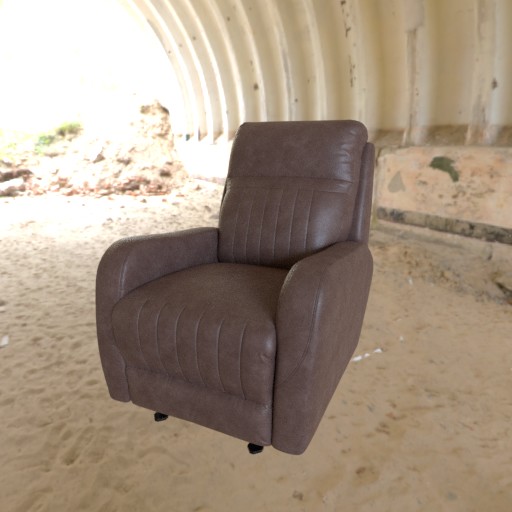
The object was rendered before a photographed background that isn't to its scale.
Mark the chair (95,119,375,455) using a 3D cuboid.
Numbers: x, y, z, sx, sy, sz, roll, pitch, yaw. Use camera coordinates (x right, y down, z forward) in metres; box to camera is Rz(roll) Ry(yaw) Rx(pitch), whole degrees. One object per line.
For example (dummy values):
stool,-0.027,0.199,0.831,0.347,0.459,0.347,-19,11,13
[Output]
chair,0.000,0.000,1.786,0.865,1.067,1.067,7,17,25
